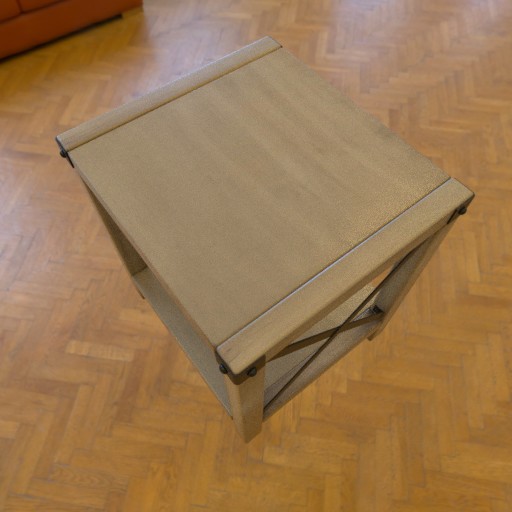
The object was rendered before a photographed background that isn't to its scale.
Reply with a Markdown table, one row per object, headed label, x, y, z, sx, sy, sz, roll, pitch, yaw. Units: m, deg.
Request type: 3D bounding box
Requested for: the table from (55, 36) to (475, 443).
| label | x | y | z | sx | sy | sz | roll | pitch | yaw |
| --- | --- | --- | --- | --- | --- | --- | --- | --- | --- |
| table | 0.000 | 0.000 | 0.927 | 0.459 | 0.561 | 0.510 | -34 | 65 | -18 |
